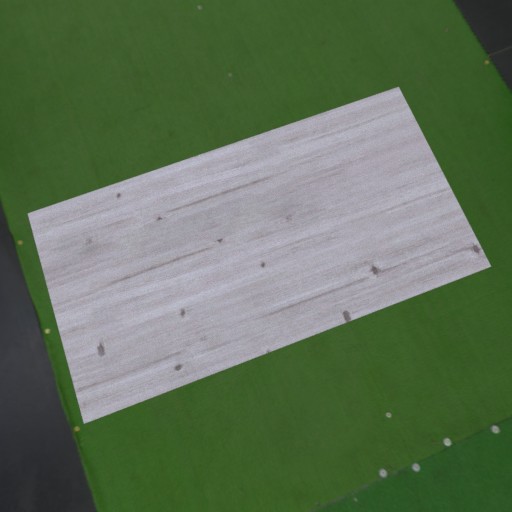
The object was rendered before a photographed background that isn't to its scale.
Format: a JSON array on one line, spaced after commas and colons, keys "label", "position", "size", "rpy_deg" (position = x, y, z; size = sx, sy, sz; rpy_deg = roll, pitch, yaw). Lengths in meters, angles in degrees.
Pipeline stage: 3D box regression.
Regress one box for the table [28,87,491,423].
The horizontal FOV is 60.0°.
[{"label": "table", "position": [0.000, 0.000, 1.662], "size": [1.350, 0.450, 0.700], "rpy_deg": [-20, 77, -5]}]
